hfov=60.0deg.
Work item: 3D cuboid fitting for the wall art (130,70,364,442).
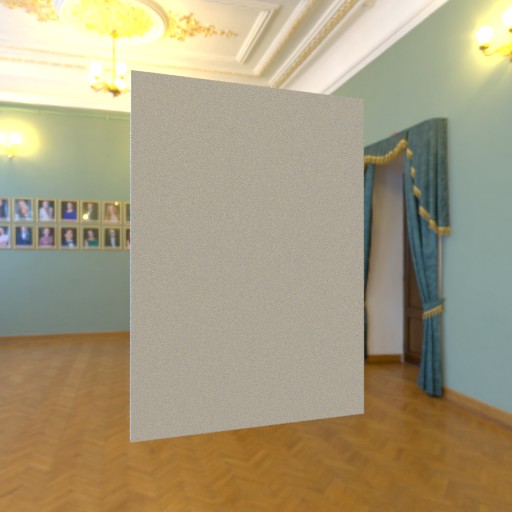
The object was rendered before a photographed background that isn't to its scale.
[{"bbox_3d":[0.000,0.000,0.698,0.381,0.533,0.013,0,0,-18],"label":"wall art"}]
